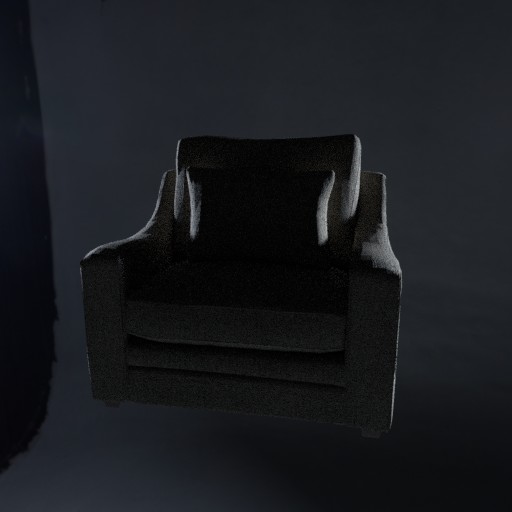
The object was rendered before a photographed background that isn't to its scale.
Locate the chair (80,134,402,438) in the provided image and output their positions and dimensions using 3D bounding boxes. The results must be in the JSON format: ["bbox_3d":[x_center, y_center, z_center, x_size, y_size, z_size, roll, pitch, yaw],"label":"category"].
[{"bbox_3d":[0.000,0.000,1.951,1.138,1.037,1.009,3,15,10],"label":"chair"}]
